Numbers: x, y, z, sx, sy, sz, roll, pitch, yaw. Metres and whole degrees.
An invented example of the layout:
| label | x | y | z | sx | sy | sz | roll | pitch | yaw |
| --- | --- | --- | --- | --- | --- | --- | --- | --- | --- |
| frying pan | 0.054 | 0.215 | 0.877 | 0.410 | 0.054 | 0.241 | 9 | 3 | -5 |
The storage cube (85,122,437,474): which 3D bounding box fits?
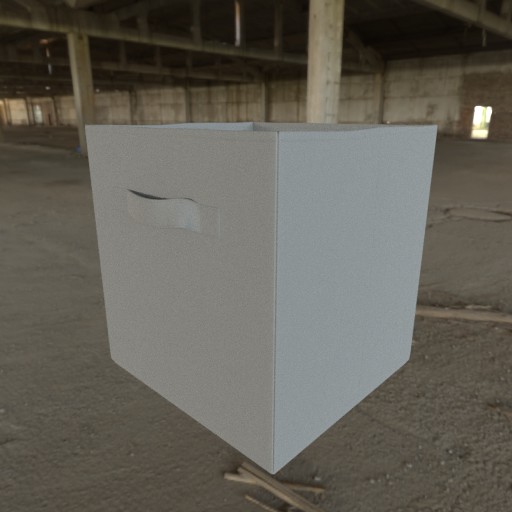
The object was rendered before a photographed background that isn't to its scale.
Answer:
| label | x | y | z | sx | sy | sz | roll | pitch | yaw |
| --- | --- | --- | --- | --- | --- | --- | --- | --- | --- |
| storage cube | 0.000 | 0.000 | 0.493 | 0.270 | 0.280 | 0.270 | 16 | 24 | 41 |
